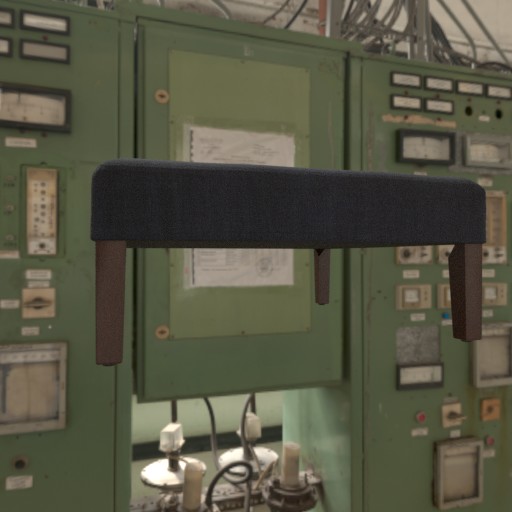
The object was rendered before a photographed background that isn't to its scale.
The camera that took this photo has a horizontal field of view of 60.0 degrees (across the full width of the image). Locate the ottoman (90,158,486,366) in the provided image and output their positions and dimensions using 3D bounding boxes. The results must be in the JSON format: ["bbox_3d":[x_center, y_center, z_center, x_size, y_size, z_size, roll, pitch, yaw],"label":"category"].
[{"bbox_3d":[0.000,0.000,1.349,0.889,0.411,0.890,0,0,-16],"label":"ottoman"}]
